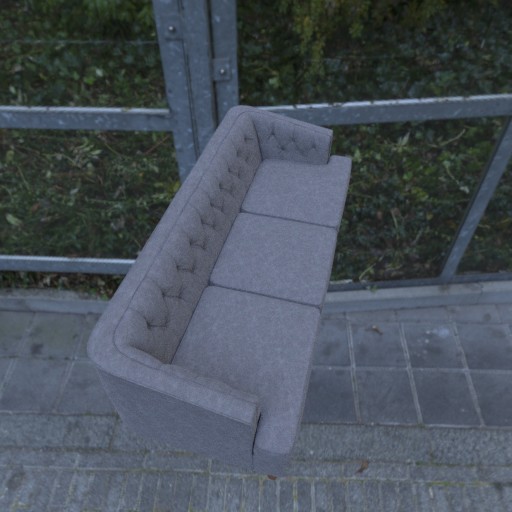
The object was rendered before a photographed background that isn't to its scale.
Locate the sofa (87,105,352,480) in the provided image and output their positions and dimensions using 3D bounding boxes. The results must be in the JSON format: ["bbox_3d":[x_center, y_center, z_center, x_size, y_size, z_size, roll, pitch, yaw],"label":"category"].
[{"bbox_3d":[0.000,0.000,2.685,0.917,0.806,2.247,11,48,10],"label":"sofa"}]
